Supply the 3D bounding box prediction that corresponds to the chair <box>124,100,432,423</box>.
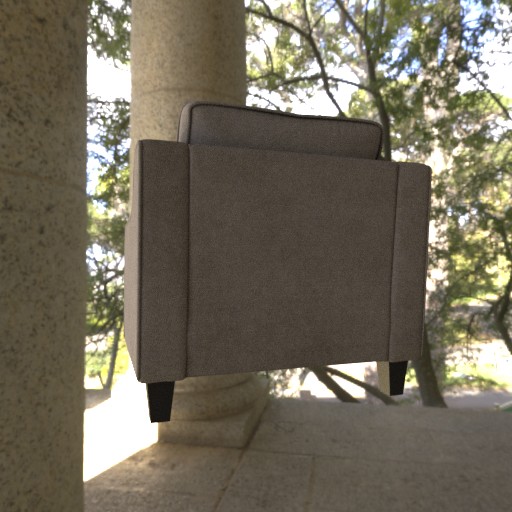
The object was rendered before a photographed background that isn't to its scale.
[{"bbox_3d":[0.000,0.000,1.673,0.926,0.944,0.840,0,-1,-19],"label":"chair"}]
